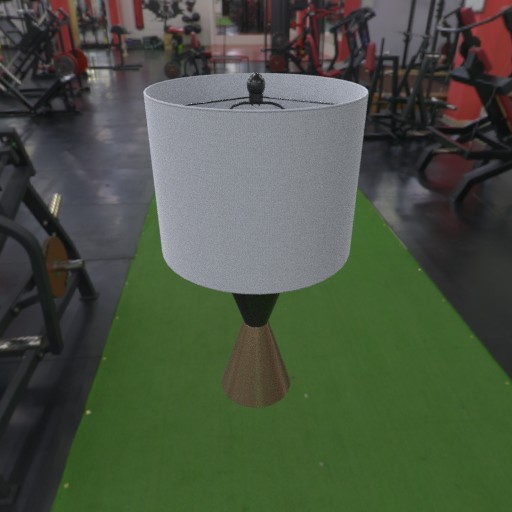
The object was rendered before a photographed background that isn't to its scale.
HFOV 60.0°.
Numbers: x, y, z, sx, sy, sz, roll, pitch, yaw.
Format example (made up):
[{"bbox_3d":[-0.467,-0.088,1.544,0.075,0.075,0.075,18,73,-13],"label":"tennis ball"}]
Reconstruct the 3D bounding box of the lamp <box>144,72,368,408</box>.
[{"bbox_3d":[0.000,0.000,0.745,0.304,0.573,0.304,-1,29,-2],"label":"lamp"}]
